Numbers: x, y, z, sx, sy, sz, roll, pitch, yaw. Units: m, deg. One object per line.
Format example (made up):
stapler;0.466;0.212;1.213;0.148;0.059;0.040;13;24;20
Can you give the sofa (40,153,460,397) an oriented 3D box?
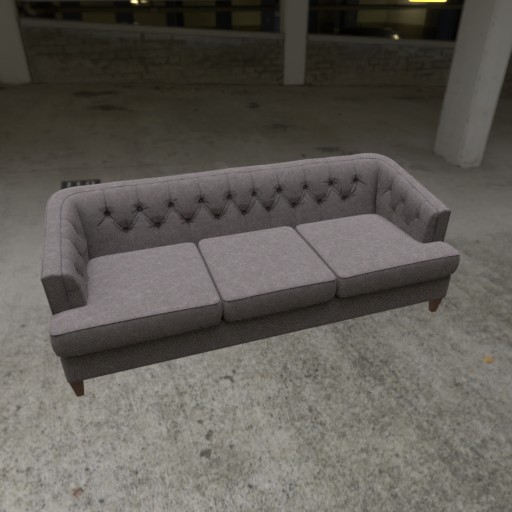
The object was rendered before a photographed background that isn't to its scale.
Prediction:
sofa;0.000;0.000;2.642;2.247;0.806;0.917;-10;32;-16
